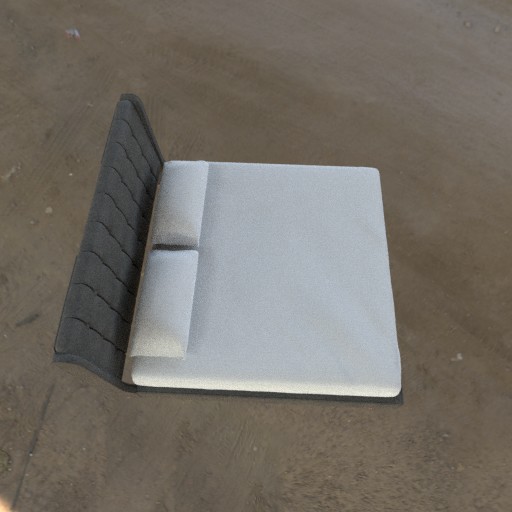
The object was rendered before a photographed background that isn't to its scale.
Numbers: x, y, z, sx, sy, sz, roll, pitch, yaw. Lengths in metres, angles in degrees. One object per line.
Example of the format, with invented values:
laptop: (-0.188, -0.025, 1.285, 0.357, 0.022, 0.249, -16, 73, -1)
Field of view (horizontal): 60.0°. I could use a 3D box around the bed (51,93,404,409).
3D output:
bed: (0.000, 0.000, 2.553, 1.638, 0.933, 1.531, 2, 63, 1)
